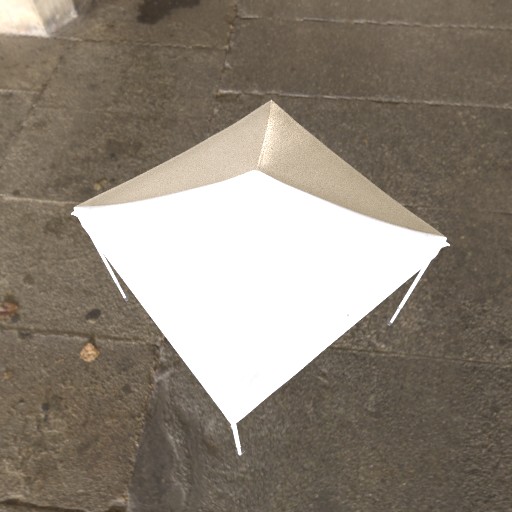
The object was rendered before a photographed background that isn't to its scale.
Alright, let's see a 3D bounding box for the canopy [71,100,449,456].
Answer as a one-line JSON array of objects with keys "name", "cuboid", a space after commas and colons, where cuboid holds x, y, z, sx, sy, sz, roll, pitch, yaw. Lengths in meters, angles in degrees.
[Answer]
[{"name": "canopy", "cuboid": [0.000, 0.000, 5.404, 2.994, 2.998, 2.996, -35, 64, -20]}]
